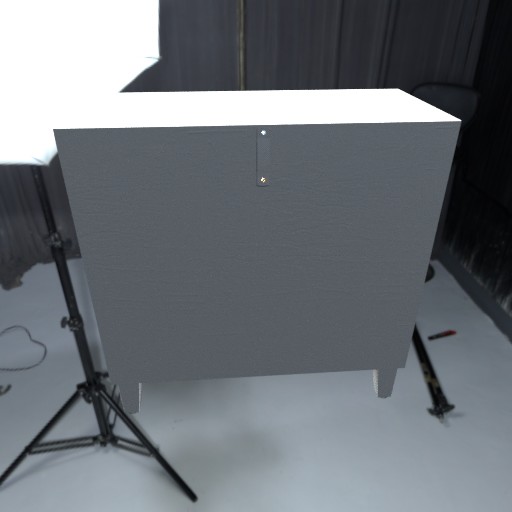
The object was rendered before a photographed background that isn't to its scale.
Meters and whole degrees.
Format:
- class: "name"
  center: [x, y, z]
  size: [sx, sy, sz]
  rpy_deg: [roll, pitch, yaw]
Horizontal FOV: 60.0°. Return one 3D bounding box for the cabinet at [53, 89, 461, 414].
- class: "cabinet"
  center: [0.000, 0.000, 1.196]
  size: [0.781, 0.787, 0.370]
  rpy_deg: [-2, 30, -4]
